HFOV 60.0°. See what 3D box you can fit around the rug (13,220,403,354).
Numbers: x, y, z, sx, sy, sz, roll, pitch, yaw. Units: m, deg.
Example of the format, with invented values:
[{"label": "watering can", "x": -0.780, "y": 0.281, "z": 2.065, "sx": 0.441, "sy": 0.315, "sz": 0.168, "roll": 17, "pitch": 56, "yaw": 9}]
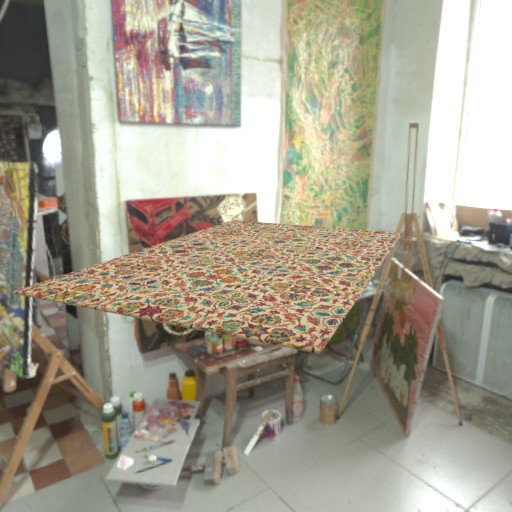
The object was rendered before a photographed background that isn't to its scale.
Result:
[{"label": "rug", "x": 0.000, "y": 0.000, "z": 2.272, "sx": 1.226, "sy": 0.013, "sz": 1.838, "roll": 6, "pitch": 15, "yaw": 24}]
